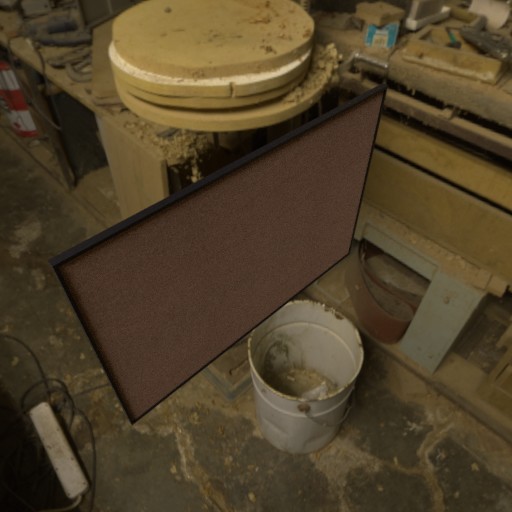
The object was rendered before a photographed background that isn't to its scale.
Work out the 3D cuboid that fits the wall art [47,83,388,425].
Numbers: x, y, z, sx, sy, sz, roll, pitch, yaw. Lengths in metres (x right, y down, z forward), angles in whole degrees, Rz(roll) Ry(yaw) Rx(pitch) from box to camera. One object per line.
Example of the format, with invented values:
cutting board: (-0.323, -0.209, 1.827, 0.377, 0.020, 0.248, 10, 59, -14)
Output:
wall art: (0.000, 0.000, 1.216, 0.957, 0.660, 0.019, -34, 56, -28)
